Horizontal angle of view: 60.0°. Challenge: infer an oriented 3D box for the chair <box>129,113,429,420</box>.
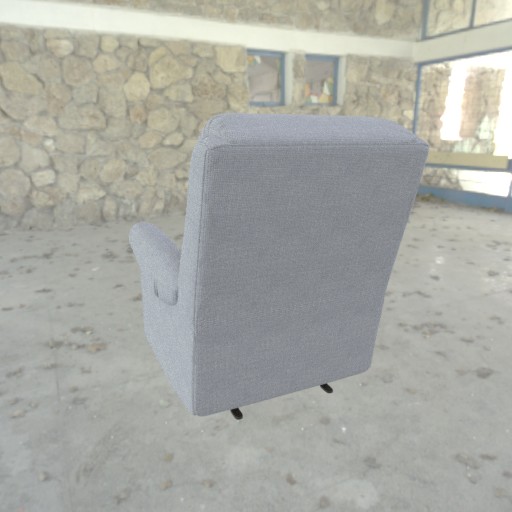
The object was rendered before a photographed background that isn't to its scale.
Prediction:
[{"bbox_3d":[0.000,0.000,1.778,0.838,1.054,1.014,-7,17,-25],"label":"chair"}]
